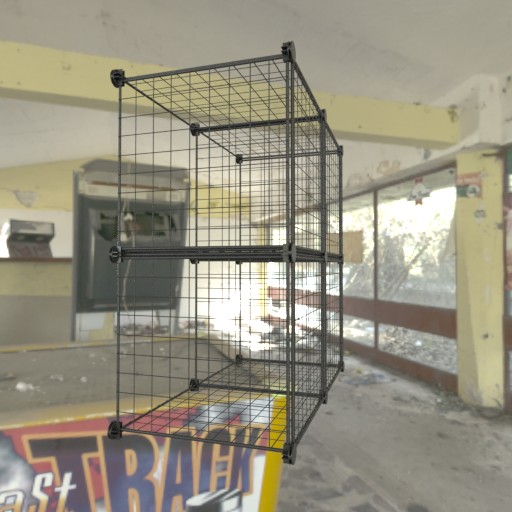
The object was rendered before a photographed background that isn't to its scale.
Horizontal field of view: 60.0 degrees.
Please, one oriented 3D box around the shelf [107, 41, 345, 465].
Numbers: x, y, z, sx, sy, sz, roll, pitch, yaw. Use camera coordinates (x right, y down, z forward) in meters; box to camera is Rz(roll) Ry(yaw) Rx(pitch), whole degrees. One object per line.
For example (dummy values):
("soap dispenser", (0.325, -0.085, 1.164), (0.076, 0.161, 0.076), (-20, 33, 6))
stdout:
("shelf", (0.000, 0.000, 1.123), (0.356, 0.711, 0.711), (0, -1, 18))
